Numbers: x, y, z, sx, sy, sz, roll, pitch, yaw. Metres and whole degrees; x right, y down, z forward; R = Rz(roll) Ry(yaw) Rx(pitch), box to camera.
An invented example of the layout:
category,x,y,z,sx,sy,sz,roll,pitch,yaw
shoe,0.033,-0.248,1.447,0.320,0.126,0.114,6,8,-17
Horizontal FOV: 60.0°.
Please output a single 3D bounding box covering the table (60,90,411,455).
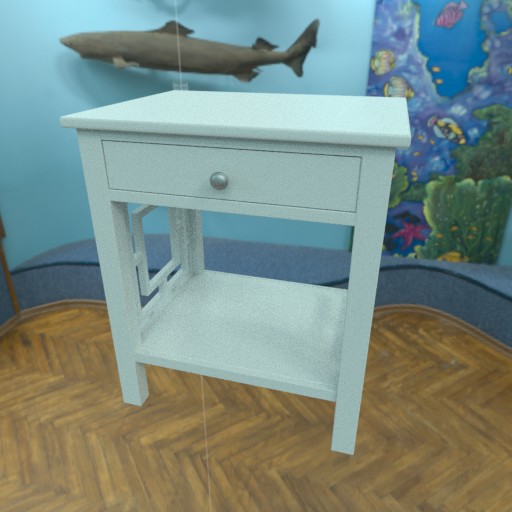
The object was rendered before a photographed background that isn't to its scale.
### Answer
category,x,y,z,sx,sy,sz,roll,pitch,yaw
table,0.000,0.000,0.999,0.564,0.646,0.451,7,27,14
